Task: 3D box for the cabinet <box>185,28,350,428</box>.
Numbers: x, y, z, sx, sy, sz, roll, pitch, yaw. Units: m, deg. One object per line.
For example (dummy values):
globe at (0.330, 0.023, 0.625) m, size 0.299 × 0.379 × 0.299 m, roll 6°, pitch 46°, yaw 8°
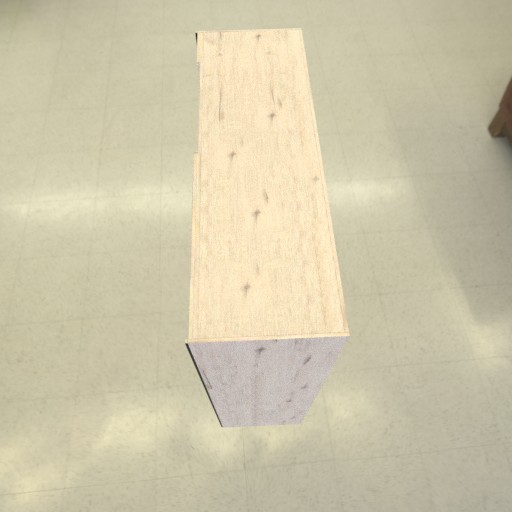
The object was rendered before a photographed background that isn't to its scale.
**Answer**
cabinet at (0.000, 0.000, 3.211) m, size 0.660 × 2.180 × 2.000 m, roll -2°, pitch 61°, yaw -1°
